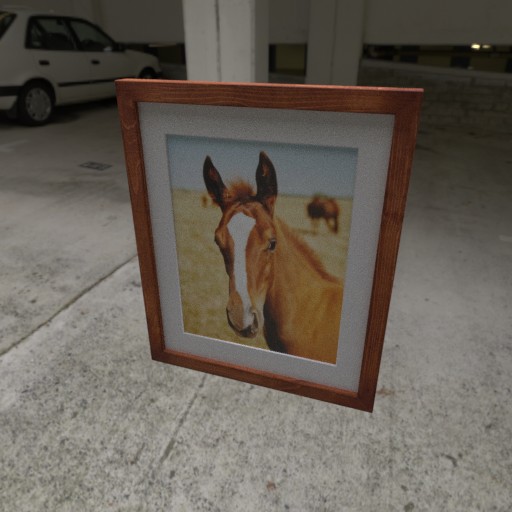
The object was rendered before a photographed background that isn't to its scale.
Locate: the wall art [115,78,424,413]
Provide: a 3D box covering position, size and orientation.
[{"bbox_3d":[0.000,0.000,0.768,0.462,0.558,0.030,9,28,17],"label":"wall art"}]
